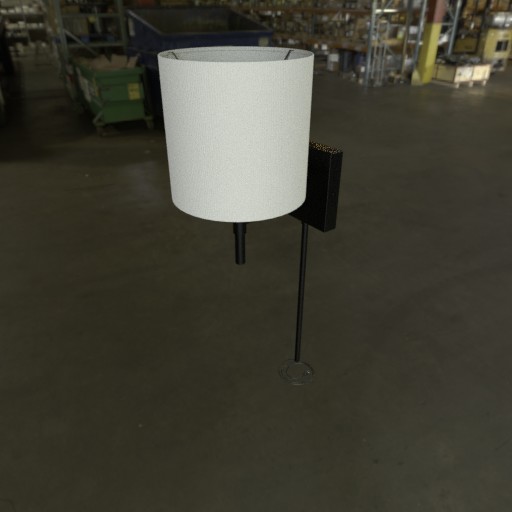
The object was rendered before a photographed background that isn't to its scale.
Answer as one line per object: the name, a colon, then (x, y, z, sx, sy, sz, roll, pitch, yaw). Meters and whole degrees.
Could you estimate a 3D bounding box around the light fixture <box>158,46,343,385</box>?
light fixture: (0.000, 0.000, 0.701, 0.248, 0.589, 0.188, -20, 36, -31)
